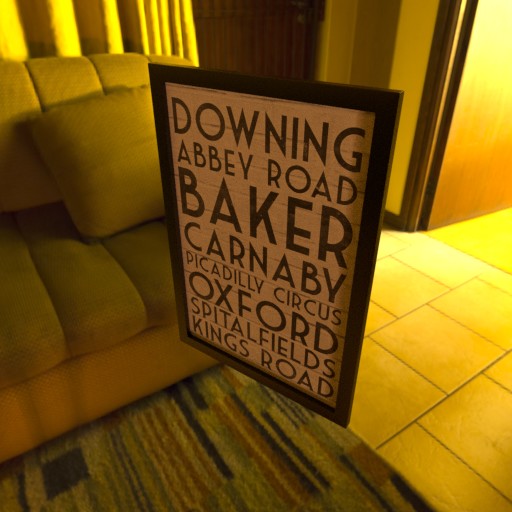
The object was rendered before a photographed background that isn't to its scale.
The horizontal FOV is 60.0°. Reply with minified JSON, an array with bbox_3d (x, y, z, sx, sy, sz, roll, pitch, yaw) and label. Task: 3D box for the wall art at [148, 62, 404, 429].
[{"bbox_3d":[0.000,0.000,0.563,0.304,0.432,0.013,20,36,30],"label":"wall art"}]
